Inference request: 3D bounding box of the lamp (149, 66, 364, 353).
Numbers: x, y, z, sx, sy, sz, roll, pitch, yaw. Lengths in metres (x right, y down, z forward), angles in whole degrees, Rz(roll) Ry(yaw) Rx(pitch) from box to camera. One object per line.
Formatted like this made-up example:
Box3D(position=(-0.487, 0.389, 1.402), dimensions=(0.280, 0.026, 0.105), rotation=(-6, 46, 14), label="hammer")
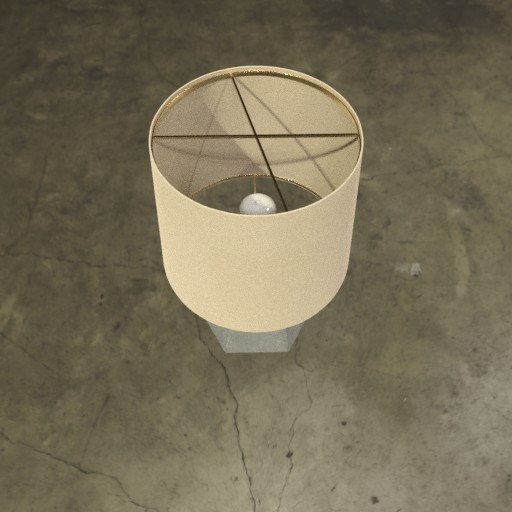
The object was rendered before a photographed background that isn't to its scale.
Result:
Box3D(position=(0.000, 0.000, 0.687), dimensions=(0.276, 0.501, 0.276), rotation=(0, 58, 0), label="lamp")
